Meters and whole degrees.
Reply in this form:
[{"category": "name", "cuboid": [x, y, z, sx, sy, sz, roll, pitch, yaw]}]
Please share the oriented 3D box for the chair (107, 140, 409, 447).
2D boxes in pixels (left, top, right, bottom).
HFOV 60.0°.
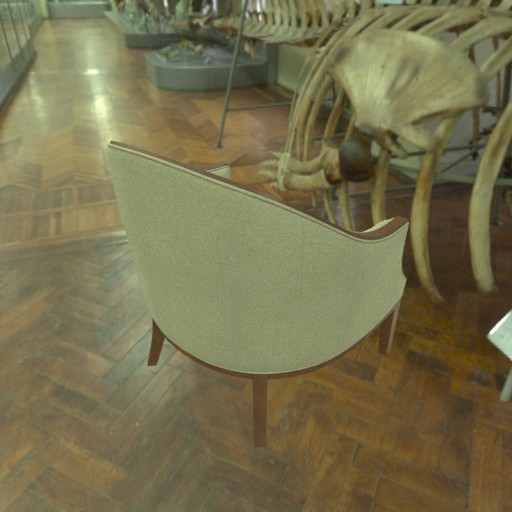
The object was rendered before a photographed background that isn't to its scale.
[{"category": "chair", "cuboid": [0.000, 0.000, 1.458, 0.803, 0.876, 0.735, 24, 39, 33]}]
